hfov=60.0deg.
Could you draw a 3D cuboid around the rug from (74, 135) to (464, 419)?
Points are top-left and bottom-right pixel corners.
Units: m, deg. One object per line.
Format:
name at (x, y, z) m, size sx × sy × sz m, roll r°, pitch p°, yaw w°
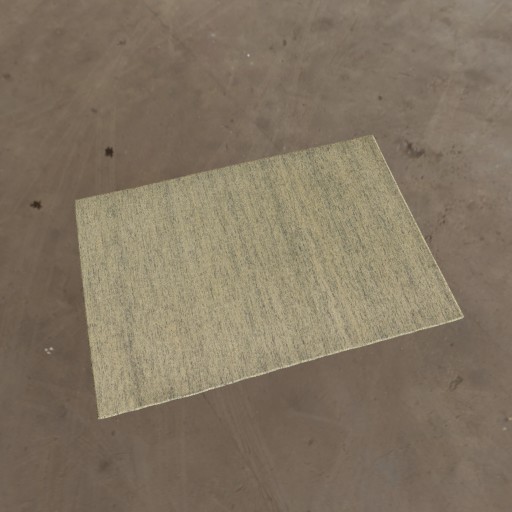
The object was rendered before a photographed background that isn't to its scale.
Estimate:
rug at (0.000, 0.000, 2.395) m, size 1.846 × 0.014 × 1.243 m, roll -14°, pitch 65°, yaw -7°
